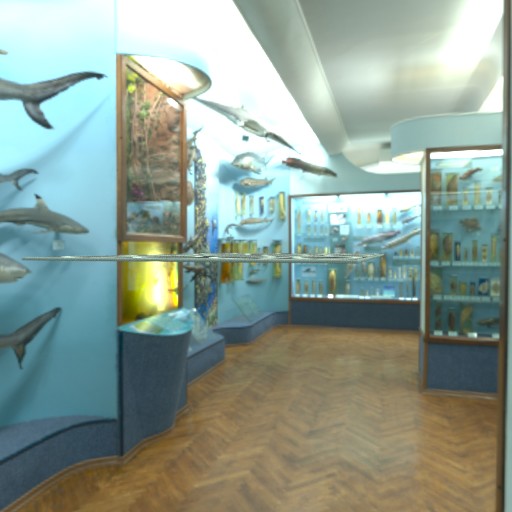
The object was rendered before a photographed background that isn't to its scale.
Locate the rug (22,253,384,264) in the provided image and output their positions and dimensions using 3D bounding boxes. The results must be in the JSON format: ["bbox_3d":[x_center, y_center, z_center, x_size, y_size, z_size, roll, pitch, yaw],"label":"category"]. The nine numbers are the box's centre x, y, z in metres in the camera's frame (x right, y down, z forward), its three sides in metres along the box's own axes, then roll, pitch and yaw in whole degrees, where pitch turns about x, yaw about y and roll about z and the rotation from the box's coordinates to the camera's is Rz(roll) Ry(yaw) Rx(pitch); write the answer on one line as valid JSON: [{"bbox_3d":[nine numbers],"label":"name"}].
[{"bbox_3d":[0.000,0.000,2.870,1.526,0.014,2.290,0,1,18],"label":"rug"}]
